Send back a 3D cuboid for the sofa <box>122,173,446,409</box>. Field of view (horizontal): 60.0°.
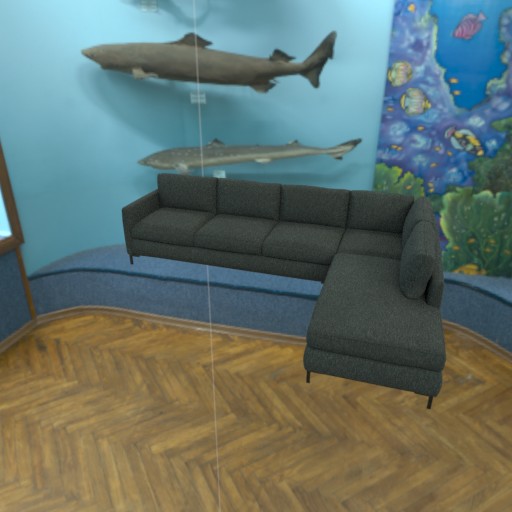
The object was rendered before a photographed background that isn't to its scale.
[{"bbox_3d":[0.000,0.000,3.778,2.949,0.815,2.007,8,26,16],"label":"sofa"}]
